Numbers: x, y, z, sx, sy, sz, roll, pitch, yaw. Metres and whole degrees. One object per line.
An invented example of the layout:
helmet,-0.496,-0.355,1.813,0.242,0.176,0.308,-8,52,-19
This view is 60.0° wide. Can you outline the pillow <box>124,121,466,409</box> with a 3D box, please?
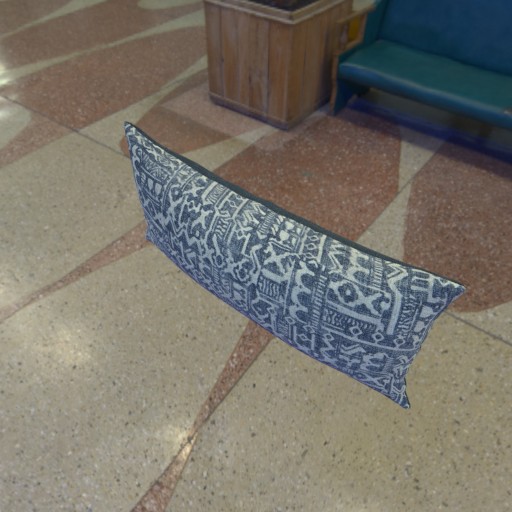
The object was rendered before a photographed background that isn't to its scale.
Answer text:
pillow,0.000,0.000,0.742,0.631,0.292,0.148,30,53,26
